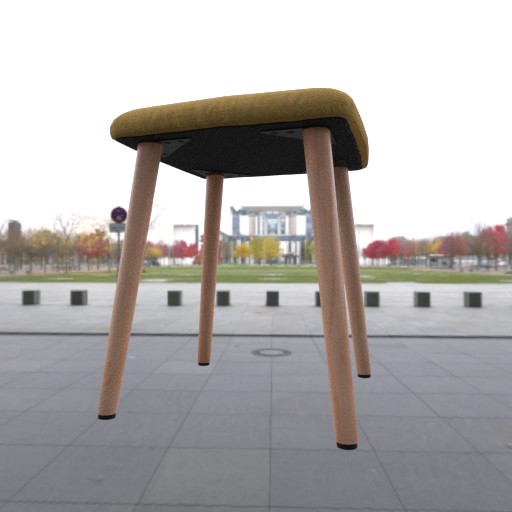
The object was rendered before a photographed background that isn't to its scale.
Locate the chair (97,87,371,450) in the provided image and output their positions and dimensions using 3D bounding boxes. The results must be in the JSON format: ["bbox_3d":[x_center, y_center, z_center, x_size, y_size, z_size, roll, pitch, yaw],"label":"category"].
[{"bbox_3d":[0.000,0.000,0.710,0.350,0.440,0.350,0,-1,17],"label":"chair"}]
